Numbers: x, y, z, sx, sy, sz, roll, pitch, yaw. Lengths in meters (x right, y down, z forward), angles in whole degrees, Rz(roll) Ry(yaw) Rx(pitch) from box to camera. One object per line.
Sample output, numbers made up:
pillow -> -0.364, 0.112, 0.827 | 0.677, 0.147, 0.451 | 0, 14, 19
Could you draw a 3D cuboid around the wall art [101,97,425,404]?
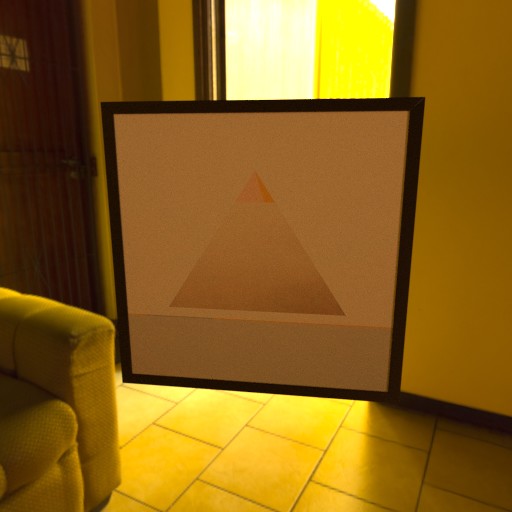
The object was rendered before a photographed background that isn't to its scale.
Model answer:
wall art -> 0.000, 0.000, 0.767 | 0.513, 0.511, 0.028 | 2, 14, 8
